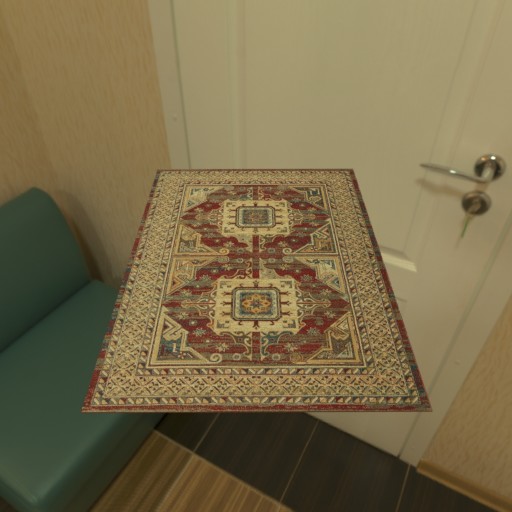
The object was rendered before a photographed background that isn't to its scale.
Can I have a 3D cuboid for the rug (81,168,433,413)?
[{"bbox_3d":[0.000,0.000,4.199,2.381,0.013,3.197,0,41,0],"label":"rug"}]
